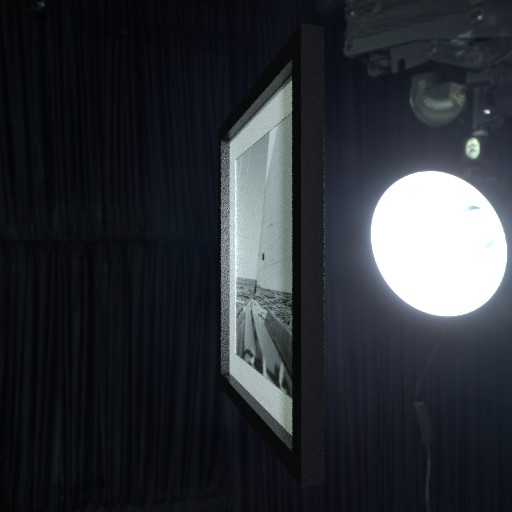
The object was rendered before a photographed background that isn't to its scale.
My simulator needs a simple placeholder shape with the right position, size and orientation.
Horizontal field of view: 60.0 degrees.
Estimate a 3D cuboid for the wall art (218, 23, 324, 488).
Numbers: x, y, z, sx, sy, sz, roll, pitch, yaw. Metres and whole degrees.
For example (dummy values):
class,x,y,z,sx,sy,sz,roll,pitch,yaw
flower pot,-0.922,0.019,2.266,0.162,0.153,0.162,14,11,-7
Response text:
class,x,y,z,sx,sy,sz,roll,pitch,yaw
wall art,0.000,0.000,0.757,0.031,0.558,0.461,0,0,-17
